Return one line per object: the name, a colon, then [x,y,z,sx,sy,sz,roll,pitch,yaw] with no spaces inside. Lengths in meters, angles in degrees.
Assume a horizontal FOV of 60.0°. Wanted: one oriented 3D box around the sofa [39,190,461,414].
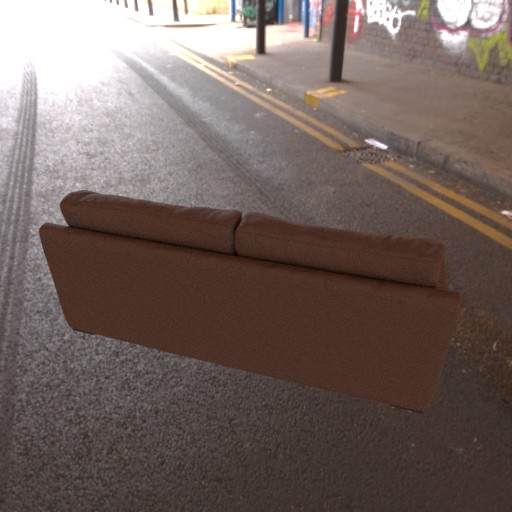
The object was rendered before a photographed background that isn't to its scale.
sofa: [0.000,0.000,2.824,2.274,0.950,1.140,10,33,15]
